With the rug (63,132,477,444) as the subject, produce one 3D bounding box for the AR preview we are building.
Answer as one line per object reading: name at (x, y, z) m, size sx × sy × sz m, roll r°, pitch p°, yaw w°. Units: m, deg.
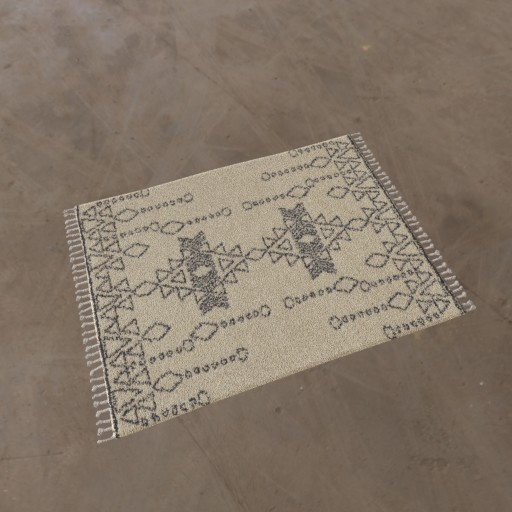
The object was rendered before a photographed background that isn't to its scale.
rug at (0.000, 0.000, 3.789) m, size 3.027 × 0.028 × 2.125 m, roll -17°, pitch 60°, yaw -10°
